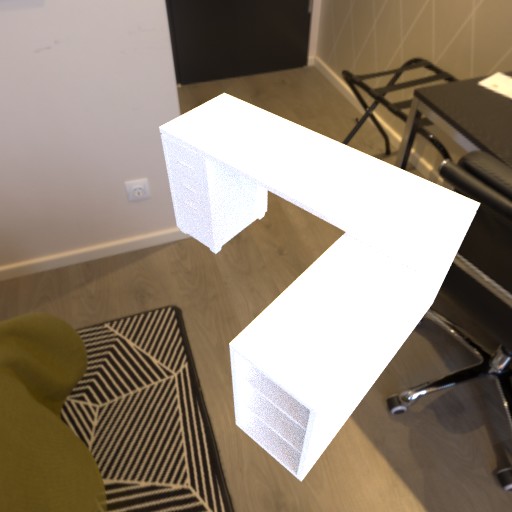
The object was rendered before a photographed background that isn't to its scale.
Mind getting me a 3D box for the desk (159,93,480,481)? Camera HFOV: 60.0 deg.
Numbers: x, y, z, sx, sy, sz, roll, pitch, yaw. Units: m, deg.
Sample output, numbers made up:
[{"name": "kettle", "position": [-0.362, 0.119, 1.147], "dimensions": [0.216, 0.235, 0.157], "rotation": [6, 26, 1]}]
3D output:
[{"name": "desk", "position": [0.000, 0.000, 2.221], "dimensions": [1.524, 0.759, 1.199], "rotation": [32, 55, 27]}]
